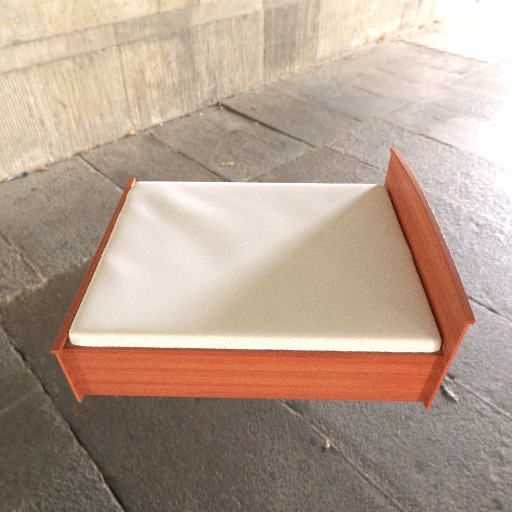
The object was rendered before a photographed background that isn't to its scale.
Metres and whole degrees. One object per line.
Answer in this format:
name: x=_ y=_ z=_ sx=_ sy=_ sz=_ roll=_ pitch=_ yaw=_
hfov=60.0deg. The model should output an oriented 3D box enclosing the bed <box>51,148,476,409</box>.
bed: x=0.000 y=0.000 z=2.917 sx=2.053 sy=0.848 sz=1.683 roll=1 pitch=41 yaw=1
